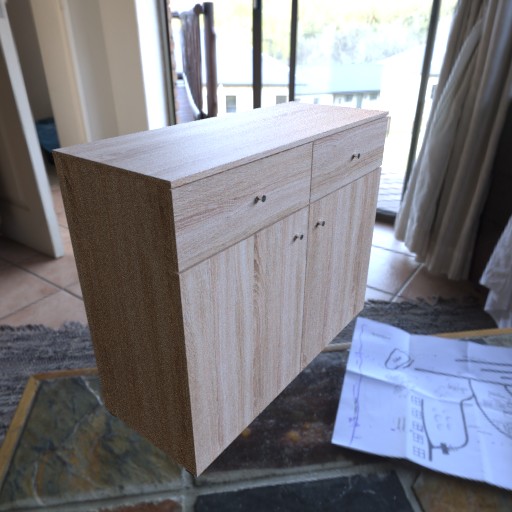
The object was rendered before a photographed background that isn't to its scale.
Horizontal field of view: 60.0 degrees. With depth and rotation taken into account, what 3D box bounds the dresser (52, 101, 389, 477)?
[{"bbox_3d":[0.000,0.000,1.583,0.450,0.900,1.100,19,32,33],"label":"dresser"}]
